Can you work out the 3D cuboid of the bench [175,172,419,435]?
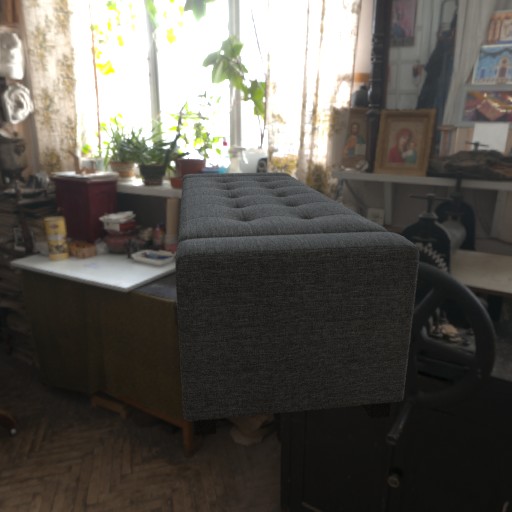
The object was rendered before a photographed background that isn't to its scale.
[{"bbox_3d":[0.000,0.000,1.546,0.508,0.445,1.296,-3,17,-8],"label":"bench"}]
